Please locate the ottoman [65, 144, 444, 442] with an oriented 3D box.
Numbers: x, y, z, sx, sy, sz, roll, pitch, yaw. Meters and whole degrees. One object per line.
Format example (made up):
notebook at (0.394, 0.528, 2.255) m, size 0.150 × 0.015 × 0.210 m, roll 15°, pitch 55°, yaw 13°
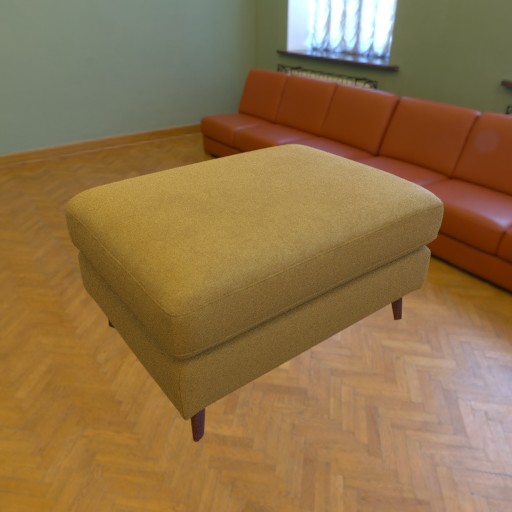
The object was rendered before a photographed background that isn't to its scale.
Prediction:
ottoman at (0.000, 0.000, 1.193) m, size 0.811 × 0.449 × 0.608 m, roll -21°, pitch 36°, yaw -32°
